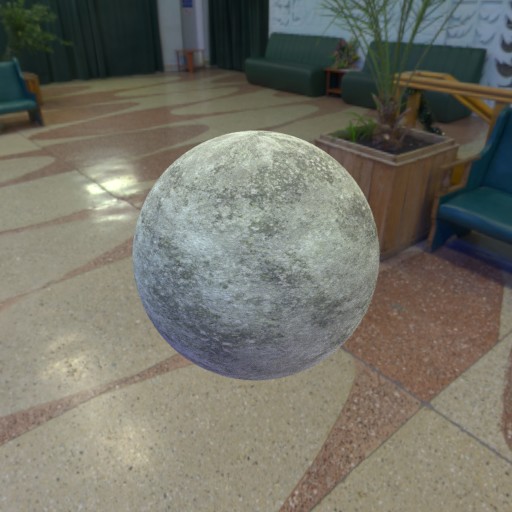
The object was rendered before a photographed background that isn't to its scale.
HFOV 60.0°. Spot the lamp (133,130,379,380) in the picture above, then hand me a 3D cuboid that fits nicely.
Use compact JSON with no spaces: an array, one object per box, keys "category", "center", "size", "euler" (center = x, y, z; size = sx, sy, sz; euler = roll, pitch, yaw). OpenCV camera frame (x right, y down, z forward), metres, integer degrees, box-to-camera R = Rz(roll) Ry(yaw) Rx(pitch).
[{"category":"lamp","center":[0.000,0.000,0.786],"size":[0.422,0.429,0.422],"euler":[0,30,0]}]
